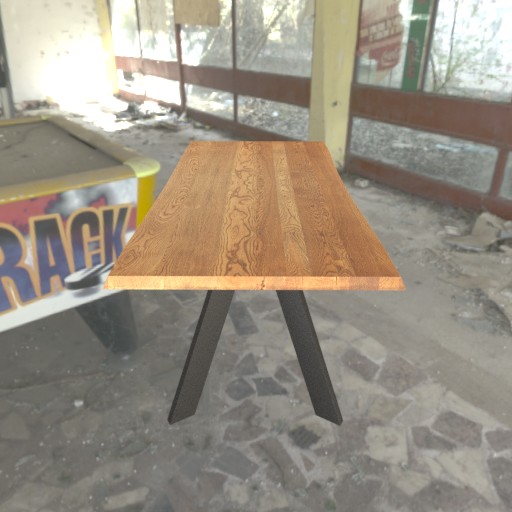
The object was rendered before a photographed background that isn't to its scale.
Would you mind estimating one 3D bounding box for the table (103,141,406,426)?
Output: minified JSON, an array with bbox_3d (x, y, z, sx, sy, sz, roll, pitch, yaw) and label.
[{"bbox_3d":[0.000,0.000,2.265,0.900,0.770,1.800,0,27,0],"label":"table"}]
